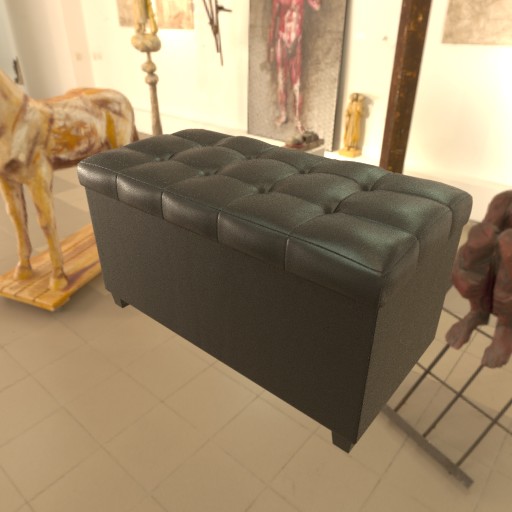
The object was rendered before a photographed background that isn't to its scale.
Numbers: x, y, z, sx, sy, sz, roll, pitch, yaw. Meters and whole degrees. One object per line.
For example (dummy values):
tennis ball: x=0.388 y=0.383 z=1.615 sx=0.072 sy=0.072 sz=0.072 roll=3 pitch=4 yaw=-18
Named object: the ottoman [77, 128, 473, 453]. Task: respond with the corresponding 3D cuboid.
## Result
ottoman: x=0.000 y=0.000 z=1.105 sx=0.838 sy=0.470 sz=0.432 roll=23 pitch=37 yaw=34
